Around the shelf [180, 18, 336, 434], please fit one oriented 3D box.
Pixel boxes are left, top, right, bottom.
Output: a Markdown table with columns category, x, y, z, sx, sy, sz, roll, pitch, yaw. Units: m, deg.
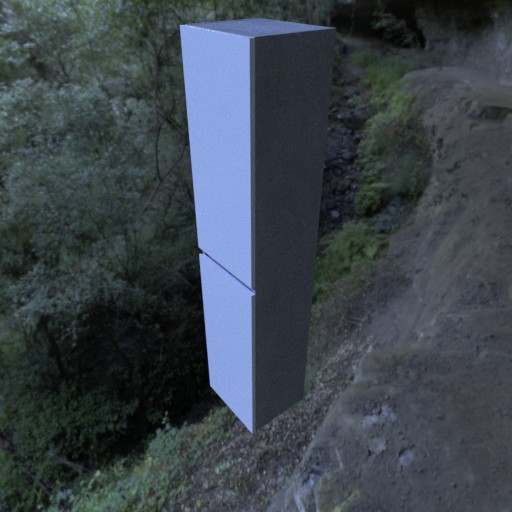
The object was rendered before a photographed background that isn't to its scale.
| category | x | y | z | sx | sy | sz | roll | pitch | yaw |
| --- | --- | --- | --- | --- | --- | --- | --- | --- | --- |
| shelf | 0.000 | 0.000 | 1.513 | 0.270 | 1.400 | 0.300 | -23 | 40 | -31 |
